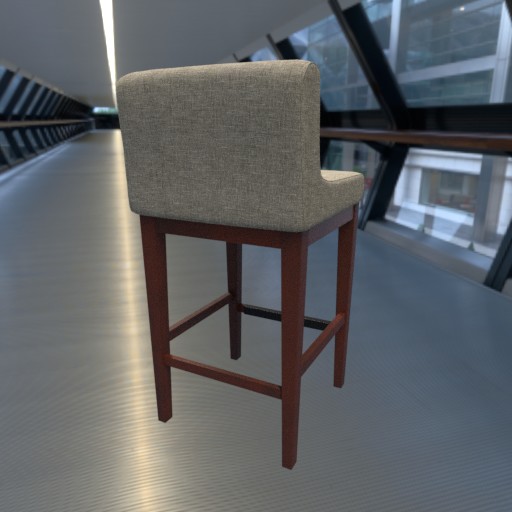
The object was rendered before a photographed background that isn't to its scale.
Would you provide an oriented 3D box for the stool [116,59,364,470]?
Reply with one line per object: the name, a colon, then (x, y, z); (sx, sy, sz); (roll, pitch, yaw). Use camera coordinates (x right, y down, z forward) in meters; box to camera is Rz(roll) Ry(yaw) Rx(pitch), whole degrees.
stool: (0.000, 0.000, 1.099); (0.417, 0.835, 0.459); (8, 18, 27)
